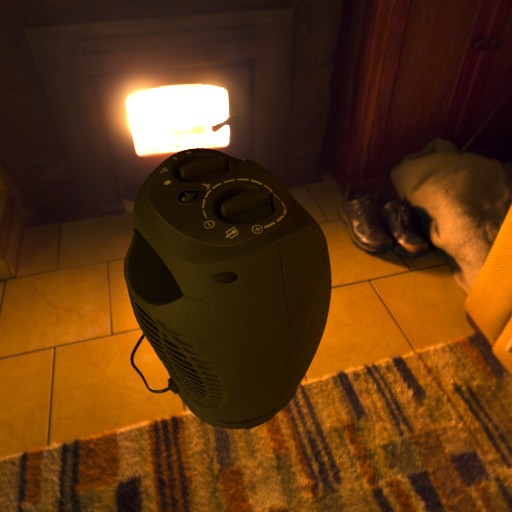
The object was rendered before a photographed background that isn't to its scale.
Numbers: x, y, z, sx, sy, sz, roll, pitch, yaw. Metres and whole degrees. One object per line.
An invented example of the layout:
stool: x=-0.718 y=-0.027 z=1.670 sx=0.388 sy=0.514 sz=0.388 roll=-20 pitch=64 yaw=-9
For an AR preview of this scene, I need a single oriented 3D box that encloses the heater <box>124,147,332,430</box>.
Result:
heater: x=0.000 y=0.000 z=0.463 sx=0.291 sy=0.255 sz=0.239 roll=-26 pitch=48 yaw=-25
